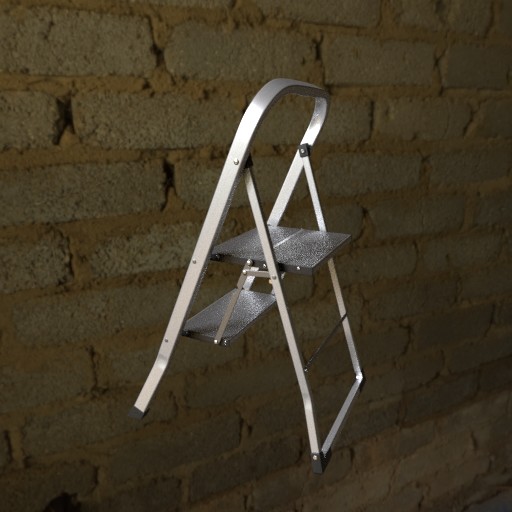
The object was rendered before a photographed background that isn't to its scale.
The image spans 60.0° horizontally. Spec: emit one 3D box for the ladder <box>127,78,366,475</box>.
[{"bbox_3d":[0.000,0.000,1.139,0.530,0.830,0.465,8,19,25],"label":"ladder"}]
